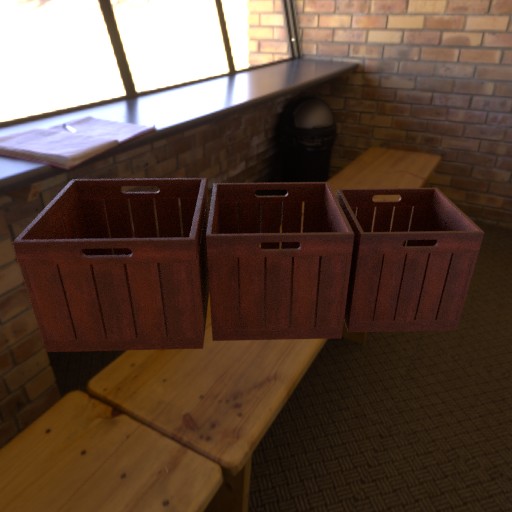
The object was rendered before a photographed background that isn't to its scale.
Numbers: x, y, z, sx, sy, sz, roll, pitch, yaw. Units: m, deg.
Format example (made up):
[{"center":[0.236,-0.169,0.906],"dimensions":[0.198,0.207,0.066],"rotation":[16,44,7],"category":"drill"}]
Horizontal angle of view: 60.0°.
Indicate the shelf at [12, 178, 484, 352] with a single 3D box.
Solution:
[{"center":[0.000,0.000,1.218],"dimensions":[1.064,0.311,0.393],"rotation":[-1,30,-2],"category":"shelf"}]
